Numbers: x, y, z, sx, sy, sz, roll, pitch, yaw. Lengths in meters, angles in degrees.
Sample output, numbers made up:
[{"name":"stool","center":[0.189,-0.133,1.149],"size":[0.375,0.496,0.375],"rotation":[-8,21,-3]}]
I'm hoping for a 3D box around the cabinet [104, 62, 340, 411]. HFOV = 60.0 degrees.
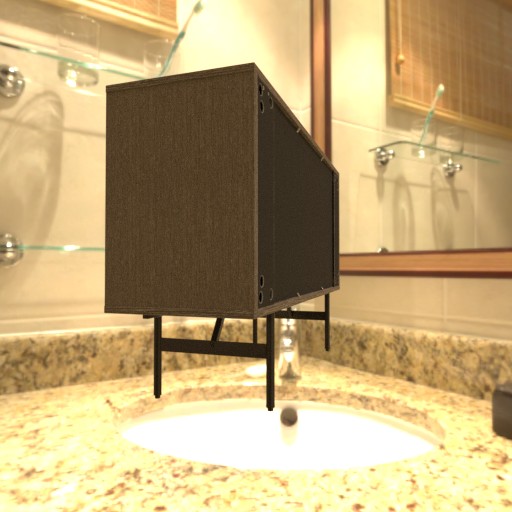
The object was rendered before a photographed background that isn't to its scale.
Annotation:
[{"name":"cabinet","center":[0.000,0.000,1.549],"size":[0.405,0.787,1.194],"rotation":[0,-1,19]}]
